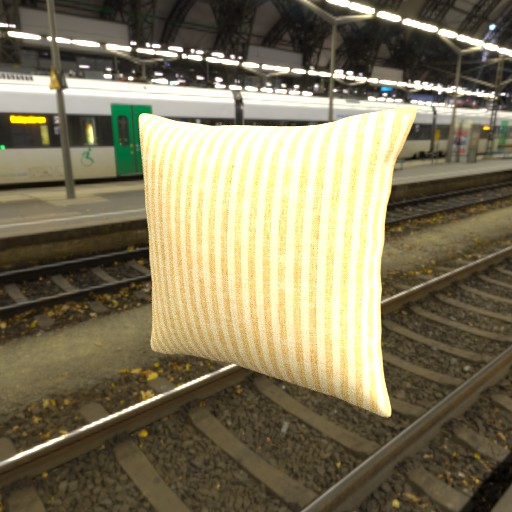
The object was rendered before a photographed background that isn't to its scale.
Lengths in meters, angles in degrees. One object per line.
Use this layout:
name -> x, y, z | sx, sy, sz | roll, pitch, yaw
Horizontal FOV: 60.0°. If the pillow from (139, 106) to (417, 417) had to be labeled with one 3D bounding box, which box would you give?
pillow -> 0.000, 0.000, 0.651 | 0.419, 0.407, 0.173 | 8, 17, 26
